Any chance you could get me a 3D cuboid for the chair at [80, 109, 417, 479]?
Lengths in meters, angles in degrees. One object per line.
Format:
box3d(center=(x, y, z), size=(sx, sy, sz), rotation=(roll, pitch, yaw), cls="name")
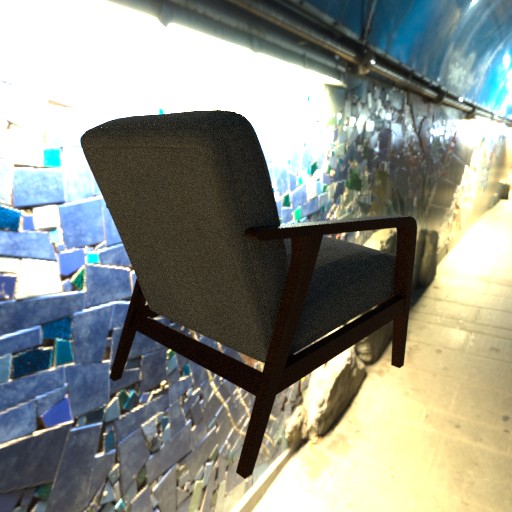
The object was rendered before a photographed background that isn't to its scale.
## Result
box3d(center=(0.000, 0.000, 1.429), size=(0.704, 0.847, 0.858), rotation=(14, 19, 43), cls="chair")
